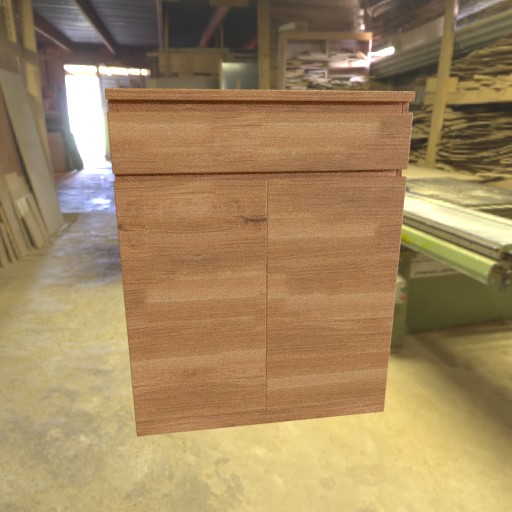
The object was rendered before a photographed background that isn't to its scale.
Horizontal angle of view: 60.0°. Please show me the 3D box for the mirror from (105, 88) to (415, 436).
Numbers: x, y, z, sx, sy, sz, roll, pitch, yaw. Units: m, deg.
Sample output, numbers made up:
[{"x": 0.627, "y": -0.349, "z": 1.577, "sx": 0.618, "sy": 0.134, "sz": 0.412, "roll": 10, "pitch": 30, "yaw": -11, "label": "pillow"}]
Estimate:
[{"x": 0.000, "y": 0.000, "z": 1.459, "sx": 0.800, "sy": 1.000, "sz": 0.400, "roll": -3, "pitch": 17, "yaw": -8, "label": "mirror"}]
